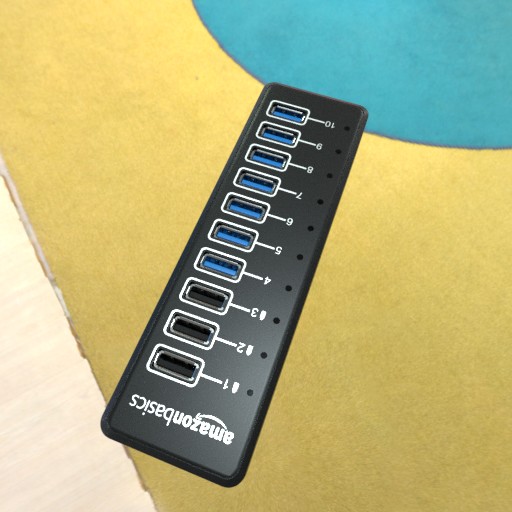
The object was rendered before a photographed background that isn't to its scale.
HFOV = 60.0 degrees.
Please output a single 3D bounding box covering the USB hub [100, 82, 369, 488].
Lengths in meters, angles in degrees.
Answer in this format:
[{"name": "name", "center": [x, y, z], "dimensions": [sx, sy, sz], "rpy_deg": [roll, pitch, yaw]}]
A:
[{"name": "USB hub", "center": [0.000, 0.000, 0.161], "dimensions": [0.044, 0.023, 0.145], "rpy_deg": [19, 66, 9]}]
